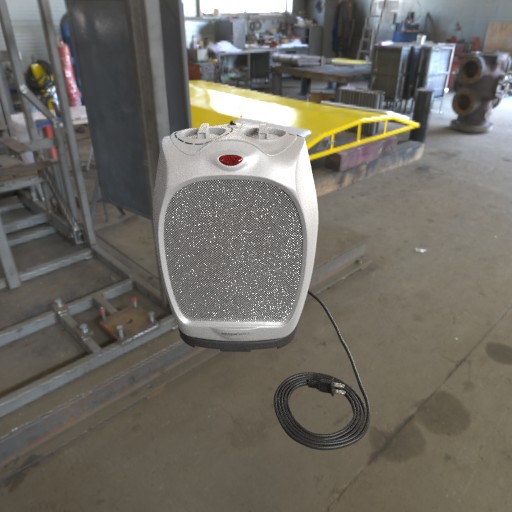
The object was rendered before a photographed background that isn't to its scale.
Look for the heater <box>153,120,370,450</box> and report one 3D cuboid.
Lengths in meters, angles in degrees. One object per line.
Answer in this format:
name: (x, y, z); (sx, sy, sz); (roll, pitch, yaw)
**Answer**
heater: (0.000, 0.000, 0.479); (0.239, 0.255, 0.291); (1, 29, 1)
